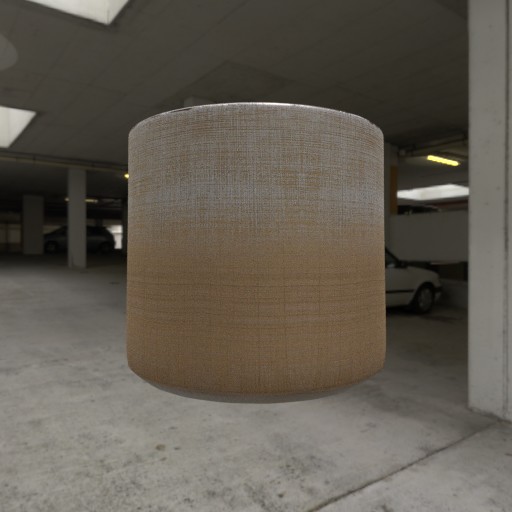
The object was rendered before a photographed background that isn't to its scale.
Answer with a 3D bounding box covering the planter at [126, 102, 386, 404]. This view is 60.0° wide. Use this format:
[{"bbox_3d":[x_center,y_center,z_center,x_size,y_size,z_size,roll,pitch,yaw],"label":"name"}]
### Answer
[{"bbox_3d":[0.000,0.000,0.392,0.221,0.201,0.221,0,0,0],"label":"planter"}]
